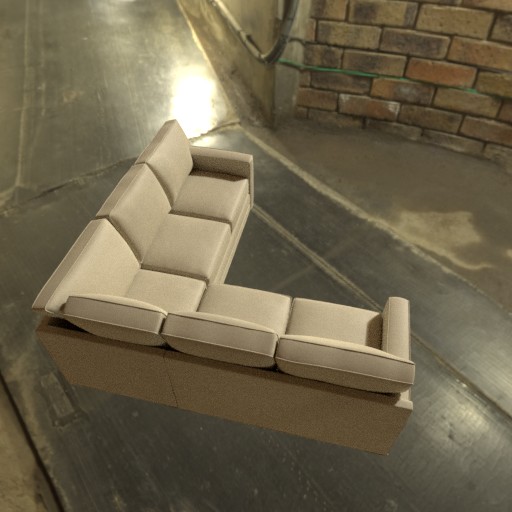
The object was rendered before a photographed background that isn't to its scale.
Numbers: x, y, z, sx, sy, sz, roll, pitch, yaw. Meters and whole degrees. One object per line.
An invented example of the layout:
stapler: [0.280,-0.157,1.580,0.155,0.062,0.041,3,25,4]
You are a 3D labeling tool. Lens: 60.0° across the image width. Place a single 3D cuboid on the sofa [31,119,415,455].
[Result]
sofa: [0.000,0.000,3.331,2.182,0.939,2.189,10,48,9]
